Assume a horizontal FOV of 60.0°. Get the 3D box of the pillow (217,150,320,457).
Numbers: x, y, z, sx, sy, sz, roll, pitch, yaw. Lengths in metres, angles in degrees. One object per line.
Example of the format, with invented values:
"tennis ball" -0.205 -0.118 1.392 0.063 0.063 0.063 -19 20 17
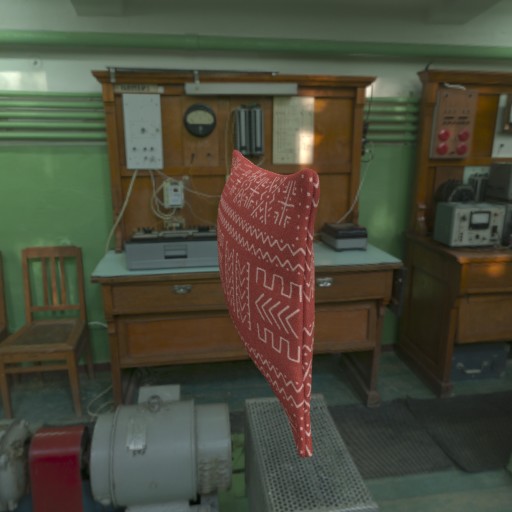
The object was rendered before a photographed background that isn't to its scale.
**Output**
"pillow" 0.000 0.000 0.796 0.130 0.352 0.640 -3 16 -9
